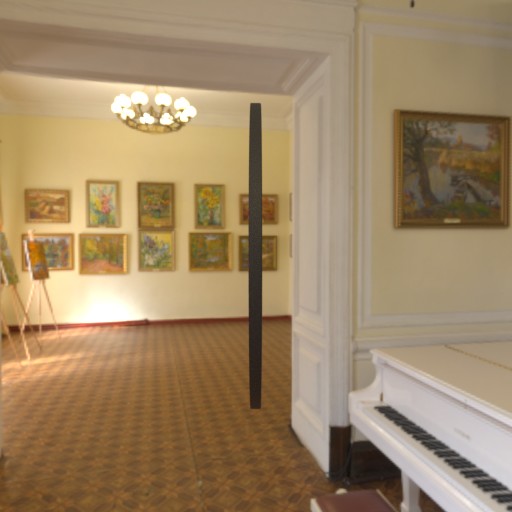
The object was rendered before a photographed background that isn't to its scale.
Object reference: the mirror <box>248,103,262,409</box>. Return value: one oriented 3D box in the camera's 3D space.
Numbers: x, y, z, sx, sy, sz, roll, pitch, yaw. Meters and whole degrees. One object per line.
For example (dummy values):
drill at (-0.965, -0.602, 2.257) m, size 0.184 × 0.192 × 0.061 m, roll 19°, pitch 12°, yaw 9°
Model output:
mirror at (0.000, 0.000, 1.650) m, size 0.036 × 1.077 × 1.077 m, roll 0°, pitch 1°, yaw 0°
